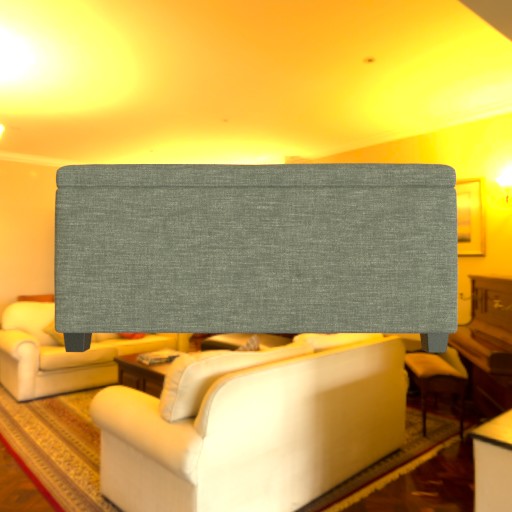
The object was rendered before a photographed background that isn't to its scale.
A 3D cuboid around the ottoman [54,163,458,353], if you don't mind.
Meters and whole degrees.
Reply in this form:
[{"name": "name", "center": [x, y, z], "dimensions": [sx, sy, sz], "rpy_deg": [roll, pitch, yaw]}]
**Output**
[{"name": "ottoman", "center": [0.000, 0.000, 1.160], "dimensions": [0.902, 0.432, 0.419], "rpy_deg": [0, -1, 1]}]
